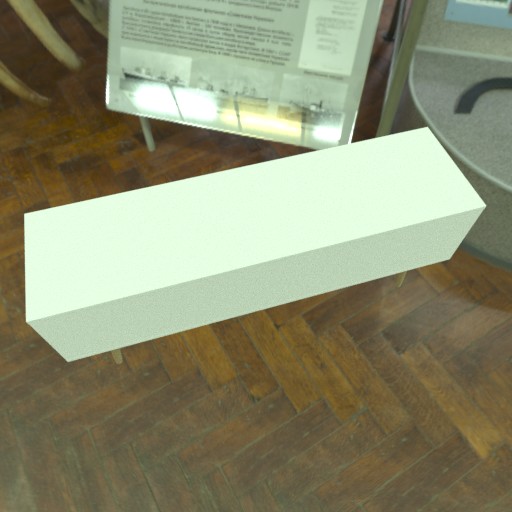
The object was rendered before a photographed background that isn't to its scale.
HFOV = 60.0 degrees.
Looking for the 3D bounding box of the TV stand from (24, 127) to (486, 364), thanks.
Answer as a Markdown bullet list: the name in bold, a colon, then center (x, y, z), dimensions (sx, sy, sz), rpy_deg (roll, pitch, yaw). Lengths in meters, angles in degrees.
- **TV stand**: center (0.000, 0.000, 1.628), dimensions (1.398, 0.560, 0.401), rpy_deg (-14, 58, -9)
